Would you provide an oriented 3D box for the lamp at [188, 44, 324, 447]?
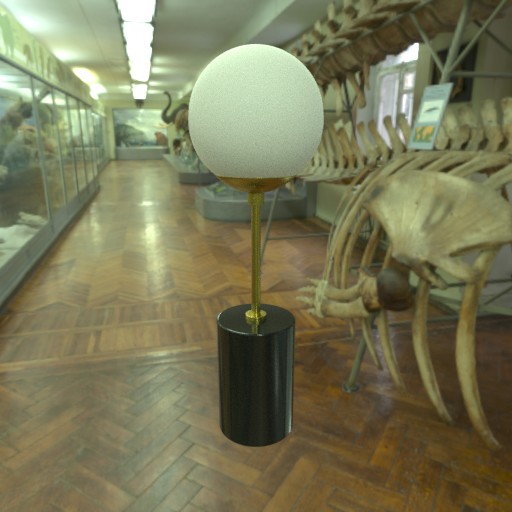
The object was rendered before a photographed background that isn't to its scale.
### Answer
[{"bbox_3d":[0.000,0.000,0.551,0.153,0.480,0.153,0,16,0],"label":"lamp"}]
